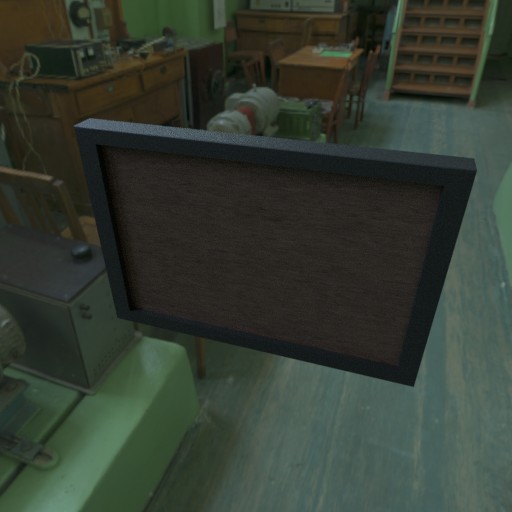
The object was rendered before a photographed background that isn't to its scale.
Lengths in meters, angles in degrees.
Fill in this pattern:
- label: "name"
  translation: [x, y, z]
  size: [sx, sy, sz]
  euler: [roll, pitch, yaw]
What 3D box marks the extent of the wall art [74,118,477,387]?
- label: "wall art"
  translation: [0.000, 0.000, 0.855]
  size: [0.671, 0.456, 0.051]
  euler: [10, 35, 15]
